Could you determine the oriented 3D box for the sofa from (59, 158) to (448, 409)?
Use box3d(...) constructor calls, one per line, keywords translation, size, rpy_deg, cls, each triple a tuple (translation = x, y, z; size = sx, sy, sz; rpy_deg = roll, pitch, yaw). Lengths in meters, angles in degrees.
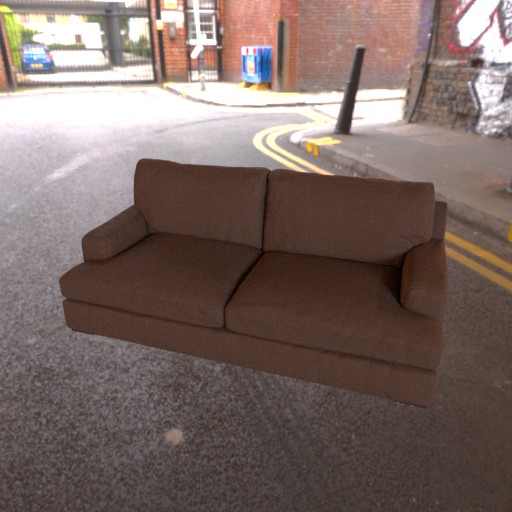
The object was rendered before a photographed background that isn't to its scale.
box3d(translation=(0.000, 0.000, 2.833), size=(2.274, 0.950, 1.140), rpy_deg=(8, 26, 17), cls="sofa")
